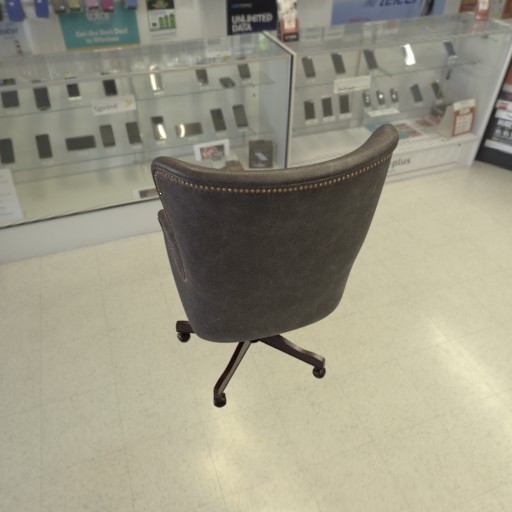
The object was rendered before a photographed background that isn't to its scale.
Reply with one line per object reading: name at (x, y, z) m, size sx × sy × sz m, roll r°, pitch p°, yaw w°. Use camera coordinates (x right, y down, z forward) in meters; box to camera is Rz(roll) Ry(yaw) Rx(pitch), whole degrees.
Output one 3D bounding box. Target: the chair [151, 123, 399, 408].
chair at (0.000, 0.000, 1.473) m, size 0.594 × 1.037 × 0.717 m, roll -12°, pitch 42°, yaw -13°
